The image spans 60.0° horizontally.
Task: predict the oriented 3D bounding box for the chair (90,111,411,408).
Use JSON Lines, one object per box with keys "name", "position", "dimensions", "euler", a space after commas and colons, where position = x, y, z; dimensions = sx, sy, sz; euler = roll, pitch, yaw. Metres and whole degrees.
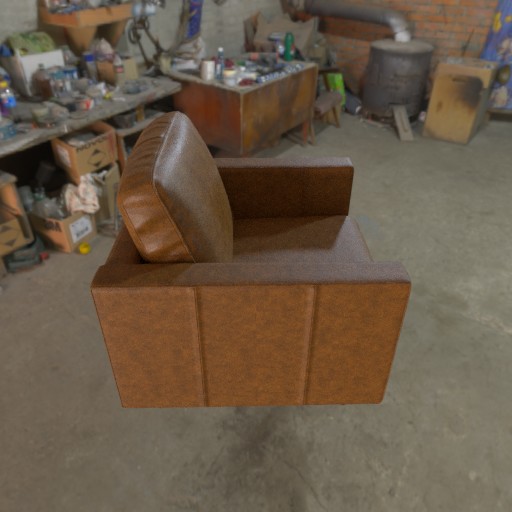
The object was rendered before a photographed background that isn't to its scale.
{"name": "chair", "position": [0.000, 0.000, 1.670], "dimensions": [0.909, 0.956, 0.890], "euler": [-1, 35, -1]}
